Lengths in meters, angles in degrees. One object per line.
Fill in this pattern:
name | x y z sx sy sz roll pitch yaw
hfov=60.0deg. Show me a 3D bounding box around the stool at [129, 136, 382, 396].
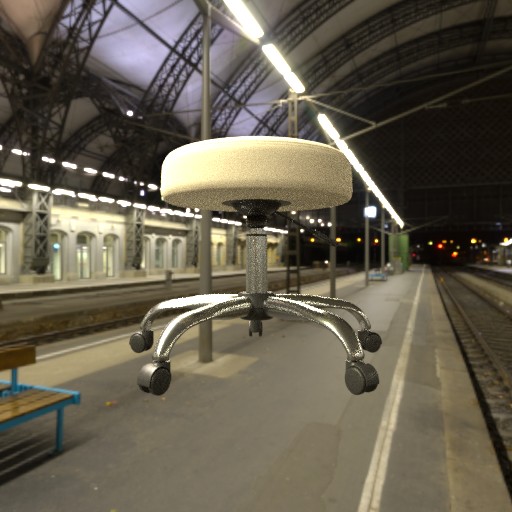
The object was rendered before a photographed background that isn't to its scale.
stool | 0.000 0.000 1.052 0.634 0.482 0.614 0 0 0
